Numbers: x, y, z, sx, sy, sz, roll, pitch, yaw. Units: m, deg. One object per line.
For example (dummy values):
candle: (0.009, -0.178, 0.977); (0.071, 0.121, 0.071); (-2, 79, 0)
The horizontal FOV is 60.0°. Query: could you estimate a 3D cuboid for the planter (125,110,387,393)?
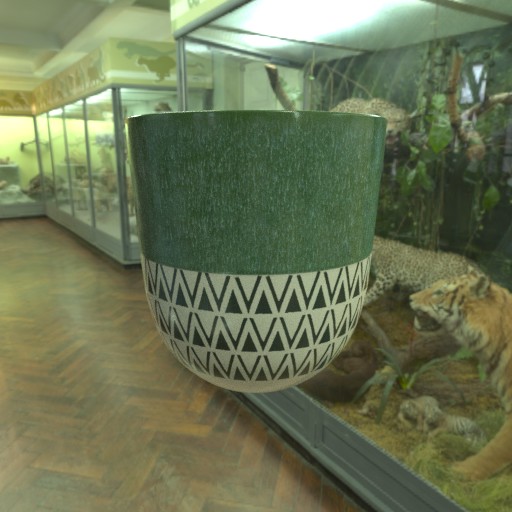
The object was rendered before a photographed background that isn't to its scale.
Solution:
planter: (0.000, 0.000, 0.367); (0.195, 0.214, 0.195); (0, 13, 0)
